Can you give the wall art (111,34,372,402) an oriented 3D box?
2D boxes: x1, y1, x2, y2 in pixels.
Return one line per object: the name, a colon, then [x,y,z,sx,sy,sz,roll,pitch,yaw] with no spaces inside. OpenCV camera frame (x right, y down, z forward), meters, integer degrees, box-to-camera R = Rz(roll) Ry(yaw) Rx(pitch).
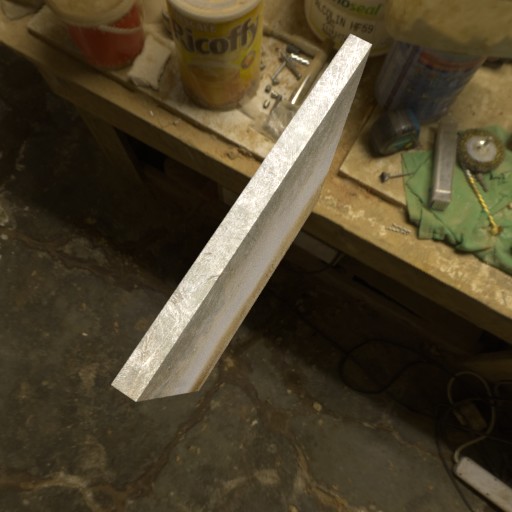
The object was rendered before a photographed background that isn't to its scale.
wall art: [0.000,0.000,0.901,0.038,0.610,0.610,31,77,8]
